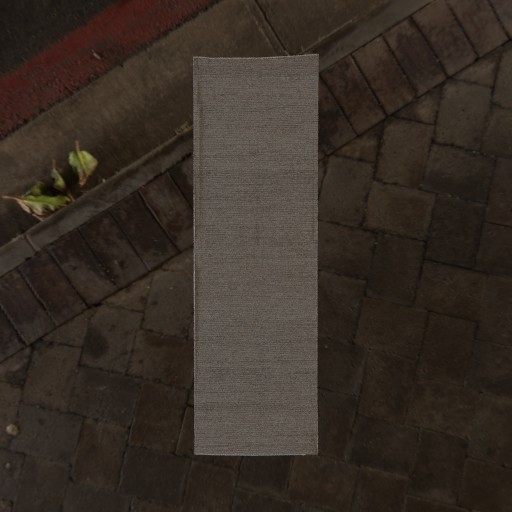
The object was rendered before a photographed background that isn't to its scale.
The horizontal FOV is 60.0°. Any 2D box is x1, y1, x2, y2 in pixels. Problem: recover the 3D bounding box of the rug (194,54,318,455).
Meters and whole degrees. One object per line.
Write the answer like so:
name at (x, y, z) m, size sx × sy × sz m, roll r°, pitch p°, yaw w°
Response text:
rug at (0.000, 0.000, 2.639) m, size 0.741 × 0.014 × 2.390 m, roll 0°, pitch 91°, yaw 0°
